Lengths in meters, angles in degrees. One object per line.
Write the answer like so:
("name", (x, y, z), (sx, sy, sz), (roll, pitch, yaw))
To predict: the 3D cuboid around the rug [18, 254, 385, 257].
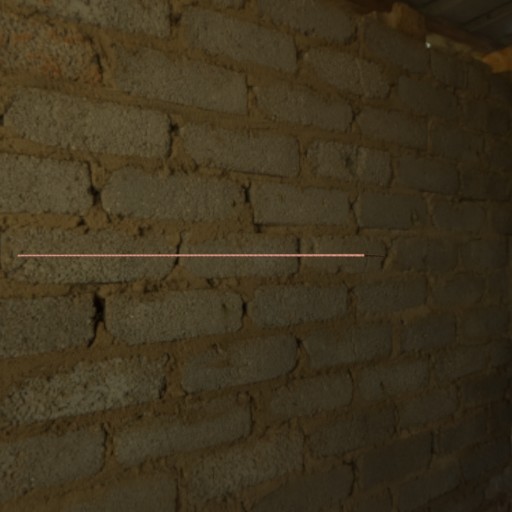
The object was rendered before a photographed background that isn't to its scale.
("rug", (0.000, 0.000, 2.273), (1.217, 0.007, 1.828), (0, 0, 18))
